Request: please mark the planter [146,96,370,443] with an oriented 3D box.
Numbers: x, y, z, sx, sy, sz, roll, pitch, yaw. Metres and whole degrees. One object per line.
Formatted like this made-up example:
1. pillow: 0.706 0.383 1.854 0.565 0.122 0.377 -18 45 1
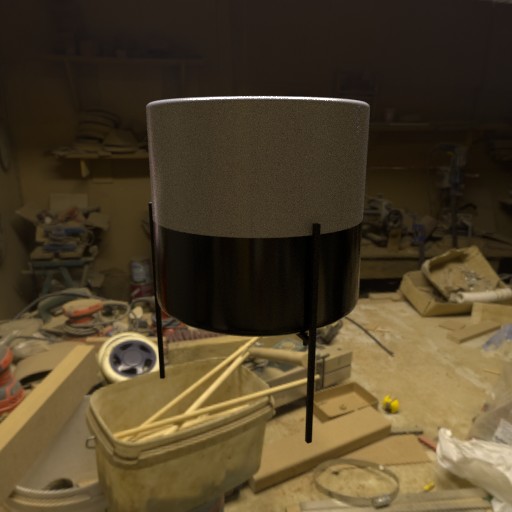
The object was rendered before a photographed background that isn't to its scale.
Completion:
1. planter: 0.000 0.000 0.665 0.310 0.432 0.310 -3 16 -9
